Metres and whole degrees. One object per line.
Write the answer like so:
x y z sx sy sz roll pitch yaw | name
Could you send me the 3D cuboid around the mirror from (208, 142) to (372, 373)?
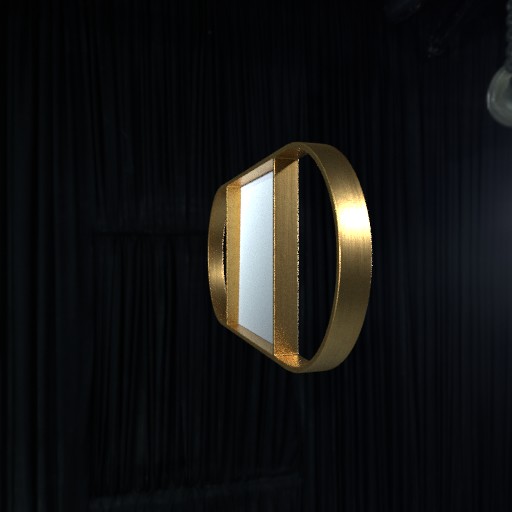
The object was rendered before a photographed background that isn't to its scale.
0.000 0.000 0.662 0.032 0.254 0.584 0 1 -17 | mirror
